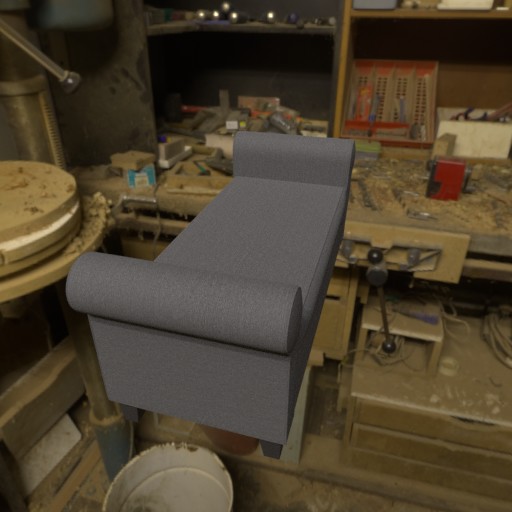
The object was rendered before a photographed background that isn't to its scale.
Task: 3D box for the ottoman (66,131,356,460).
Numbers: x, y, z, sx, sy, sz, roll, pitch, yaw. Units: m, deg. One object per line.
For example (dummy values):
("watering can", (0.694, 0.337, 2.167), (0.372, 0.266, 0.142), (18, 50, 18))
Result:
("ottoman", (0.000, 0.000, 1.540), (0.521, 0.547, 1.256), (9, 32, 14))
